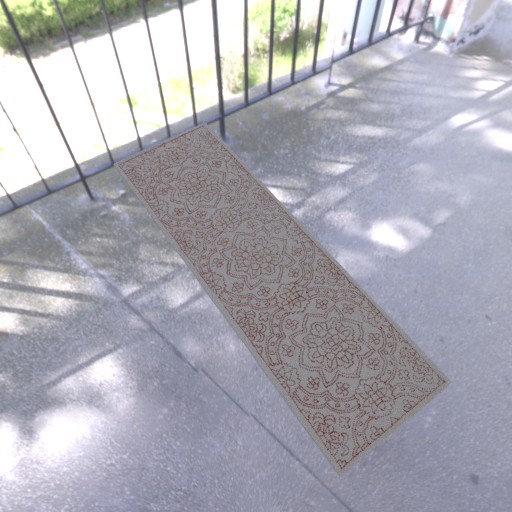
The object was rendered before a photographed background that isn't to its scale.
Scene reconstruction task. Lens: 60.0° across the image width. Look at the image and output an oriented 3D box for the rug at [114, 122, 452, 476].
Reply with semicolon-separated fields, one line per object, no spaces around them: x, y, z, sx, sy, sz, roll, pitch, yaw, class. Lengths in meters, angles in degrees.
0.000;0.000;2.717;0.769;0.012;2.448;-30;62;-18;rug
